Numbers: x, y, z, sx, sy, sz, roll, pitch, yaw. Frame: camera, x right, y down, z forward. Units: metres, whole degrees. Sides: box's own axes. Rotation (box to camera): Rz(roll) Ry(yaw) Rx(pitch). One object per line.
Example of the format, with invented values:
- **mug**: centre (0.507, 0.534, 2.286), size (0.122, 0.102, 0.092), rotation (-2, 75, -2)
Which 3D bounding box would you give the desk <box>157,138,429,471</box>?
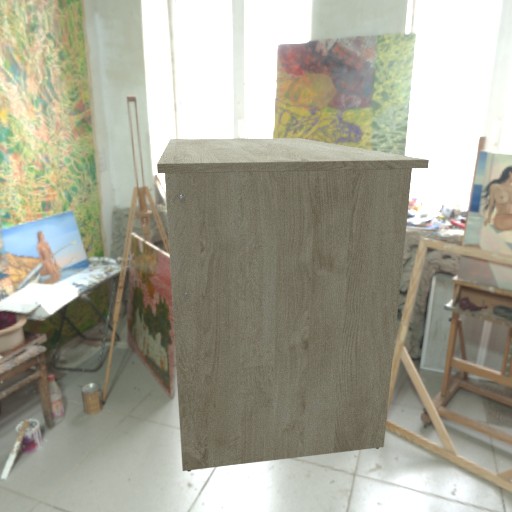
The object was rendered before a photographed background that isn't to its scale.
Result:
- **desk**: centre (0.000, 0.000, 1.510), size (0.560, 0.730, 1.096), rotation (-3, 17, -9)
